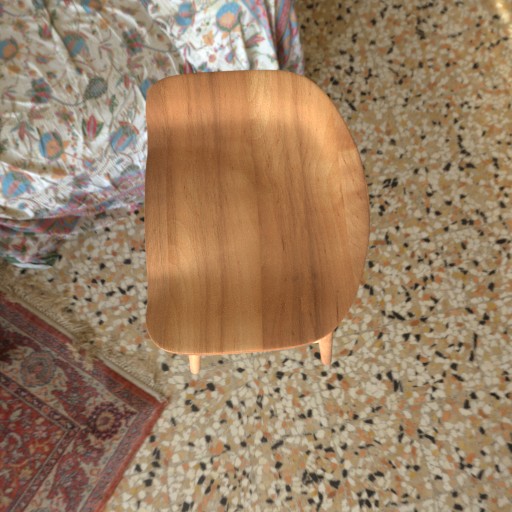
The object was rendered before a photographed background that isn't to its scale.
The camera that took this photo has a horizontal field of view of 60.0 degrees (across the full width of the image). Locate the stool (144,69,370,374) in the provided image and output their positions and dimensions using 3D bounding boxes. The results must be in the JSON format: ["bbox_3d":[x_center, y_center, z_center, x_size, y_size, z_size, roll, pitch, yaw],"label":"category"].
[{"bbox_3d":[0.000,0.000,0.889,0.361,0.615,0.440,-4,75,-1],"label":"stool"}]
